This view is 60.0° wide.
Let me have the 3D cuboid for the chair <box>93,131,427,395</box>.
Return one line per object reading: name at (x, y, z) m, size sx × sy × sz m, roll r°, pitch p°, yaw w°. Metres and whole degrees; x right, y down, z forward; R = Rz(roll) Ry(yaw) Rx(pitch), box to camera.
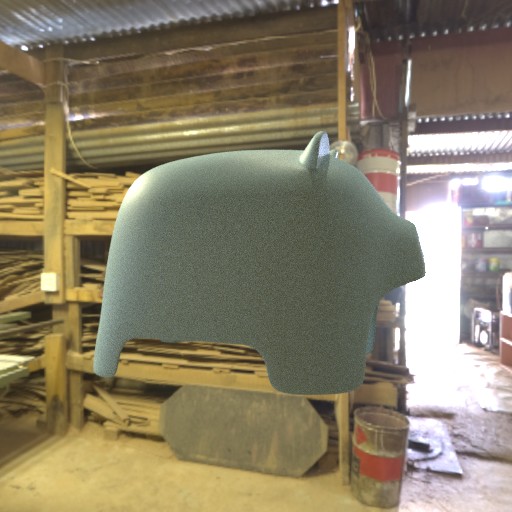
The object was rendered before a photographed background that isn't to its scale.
chair at (0.000, 0.000, 0.863) m, size 0.619 × 0.423 × 0.364 m, roll 0°, pitch 0°, yaw 18°
